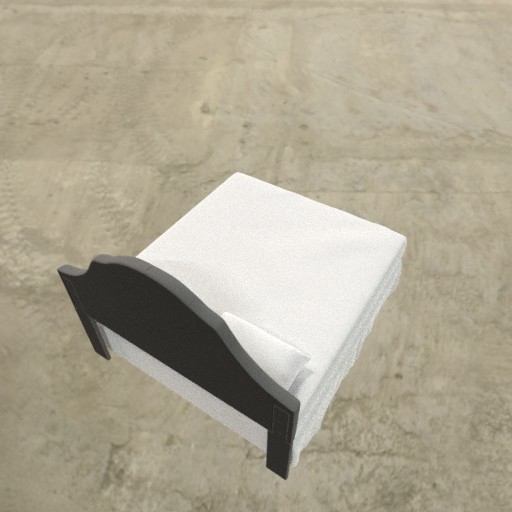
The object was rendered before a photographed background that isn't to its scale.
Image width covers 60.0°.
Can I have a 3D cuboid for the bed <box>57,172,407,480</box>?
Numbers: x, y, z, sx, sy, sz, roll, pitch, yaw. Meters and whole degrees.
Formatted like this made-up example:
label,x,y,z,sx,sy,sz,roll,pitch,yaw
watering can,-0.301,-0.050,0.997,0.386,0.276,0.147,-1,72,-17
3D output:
label,x,y,z,sx,sy,sz,roll,pitch,yaw
bed,0.000,0.000,3.616,2.008,1.615,2.214,25,50,23
